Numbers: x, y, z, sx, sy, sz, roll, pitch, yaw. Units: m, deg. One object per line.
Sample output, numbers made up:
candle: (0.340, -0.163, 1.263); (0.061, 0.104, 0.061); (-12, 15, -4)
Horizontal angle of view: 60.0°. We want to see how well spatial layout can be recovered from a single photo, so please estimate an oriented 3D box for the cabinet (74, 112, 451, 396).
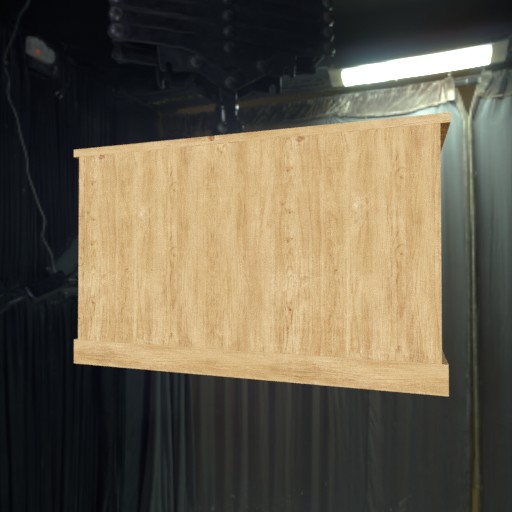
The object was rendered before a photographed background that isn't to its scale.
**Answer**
cabinet: (0.000, 0.000, 1.677); (1.321, 0.810, 0.432); (0, -1, 19)
